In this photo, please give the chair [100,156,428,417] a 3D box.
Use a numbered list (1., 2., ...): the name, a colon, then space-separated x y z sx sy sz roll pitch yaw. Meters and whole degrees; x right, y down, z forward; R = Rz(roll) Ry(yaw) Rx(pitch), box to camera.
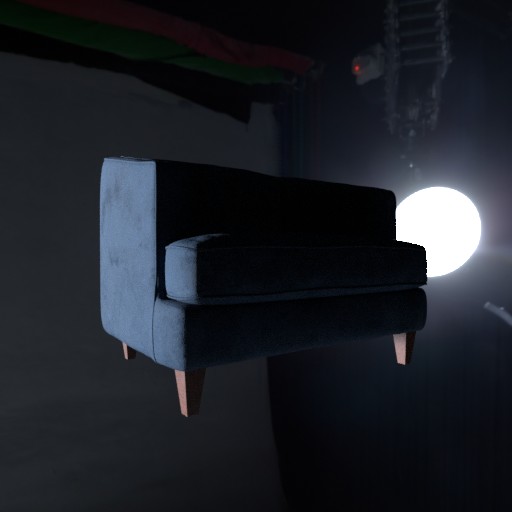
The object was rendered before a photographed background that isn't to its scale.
1. chair: 0.000 0.000 1.771 1.094 0.852 0.940 -1 1 -35
